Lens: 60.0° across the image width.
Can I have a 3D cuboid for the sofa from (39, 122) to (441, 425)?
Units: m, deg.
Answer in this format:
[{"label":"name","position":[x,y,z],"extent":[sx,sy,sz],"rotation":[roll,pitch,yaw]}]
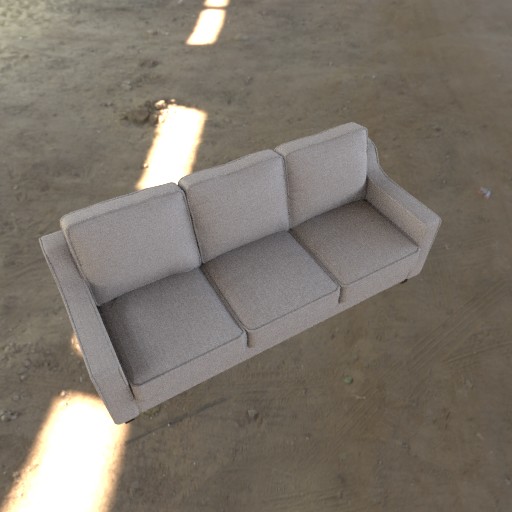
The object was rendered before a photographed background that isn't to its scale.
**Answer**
[{"label":"sofa","position":[0.000,0.000,2.636],"extent":[2.129,0.950,0.899],"rotation":[-23,50,-20]}]
